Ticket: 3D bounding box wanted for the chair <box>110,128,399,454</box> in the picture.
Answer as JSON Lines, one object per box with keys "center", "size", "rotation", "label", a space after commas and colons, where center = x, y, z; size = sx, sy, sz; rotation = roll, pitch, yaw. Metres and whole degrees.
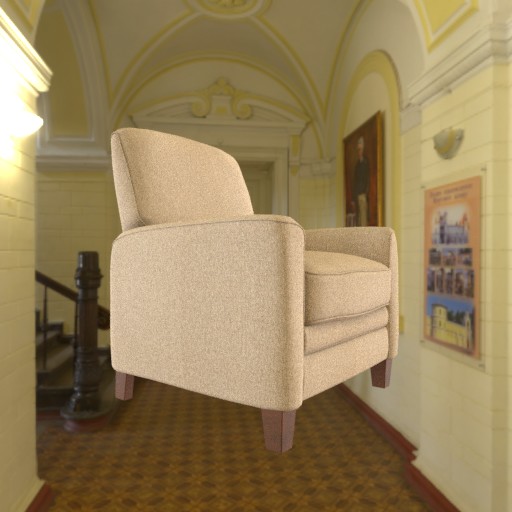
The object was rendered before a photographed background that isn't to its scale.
{"center": [0.000, 0.000, 1.658], "size": [0.864, 1.014, 0.848], "rotation": [1, 1, 38], "label": "chair"}
